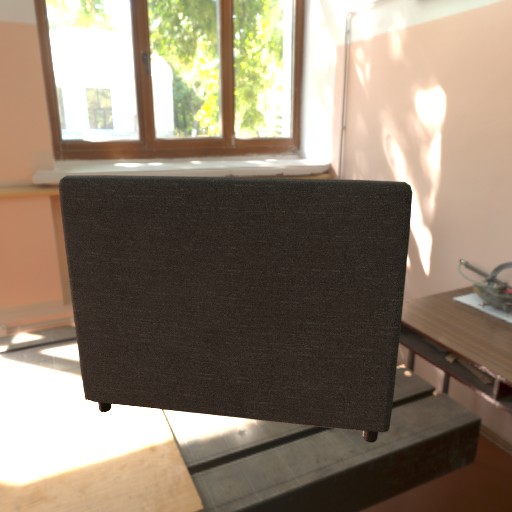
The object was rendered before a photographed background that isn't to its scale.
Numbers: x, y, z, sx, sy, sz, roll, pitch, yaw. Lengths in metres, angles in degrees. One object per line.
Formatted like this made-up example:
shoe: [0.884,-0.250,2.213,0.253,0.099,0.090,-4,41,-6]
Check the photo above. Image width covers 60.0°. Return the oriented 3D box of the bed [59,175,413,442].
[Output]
bed: [0.000,0.000,3.172,1.723,1.330,2.142,3,16,9]
